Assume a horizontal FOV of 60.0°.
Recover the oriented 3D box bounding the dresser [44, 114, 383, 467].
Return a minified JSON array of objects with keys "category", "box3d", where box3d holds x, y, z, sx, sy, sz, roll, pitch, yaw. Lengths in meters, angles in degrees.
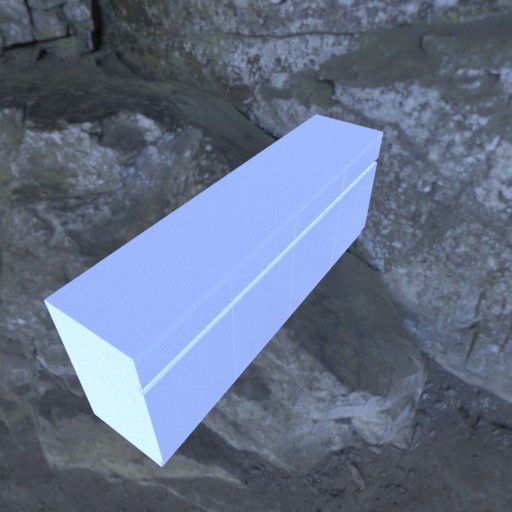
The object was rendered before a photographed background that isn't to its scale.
[{"category":"dresser","box3d":[0.000,0.000,2.593,0.500,0.840,2.200,24,46,26]}]
